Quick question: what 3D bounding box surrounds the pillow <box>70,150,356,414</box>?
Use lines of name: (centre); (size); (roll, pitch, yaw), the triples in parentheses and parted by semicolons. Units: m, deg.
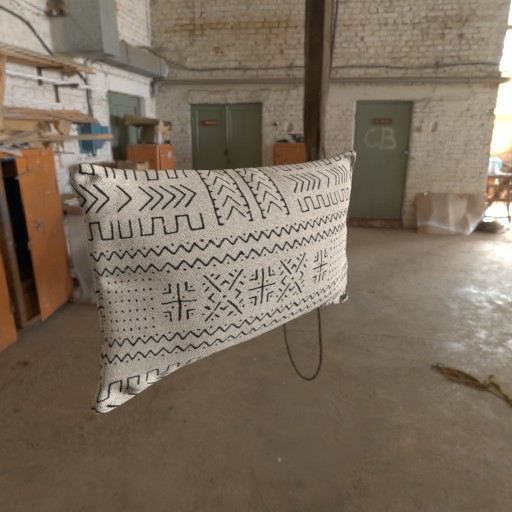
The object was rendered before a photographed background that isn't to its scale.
pillow: (0.000, 0.000, 0.792); (0.188, 0.352, 0.637); (15, 21, 42)
